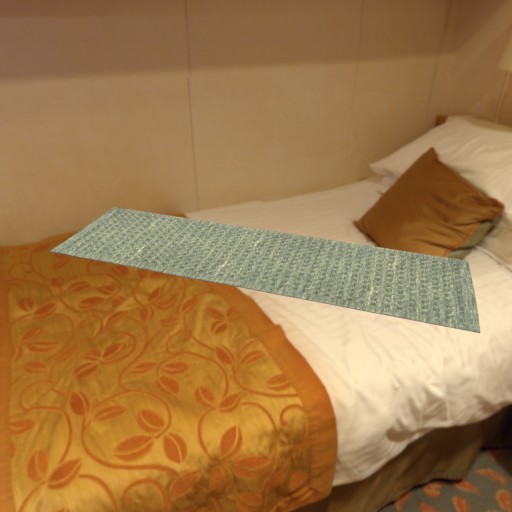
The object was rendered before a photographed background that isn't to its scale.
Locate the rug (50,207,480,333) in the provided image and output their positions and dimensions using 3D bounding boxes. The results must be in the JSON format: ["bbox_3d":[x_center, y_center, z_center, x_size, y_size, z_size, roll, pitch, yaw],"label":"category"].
[{"bbox_3d":[0.000,0.000,2.680,2.443,0.008,0.688,10,32,16],"label":"rug"}]
